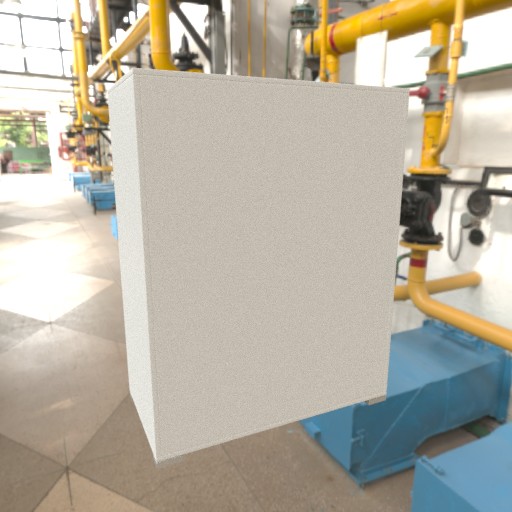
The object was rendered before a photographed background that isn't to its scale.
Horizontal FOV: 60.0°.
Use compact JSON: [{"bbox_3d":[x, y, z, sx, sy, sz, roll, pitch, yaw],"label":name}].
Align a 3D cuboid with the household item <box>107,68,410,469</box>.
[{"bbox_3d":[0.000,0.000,1.425,0.790,1.010,0.420,-6,15,-25],"label":"household item"}]
